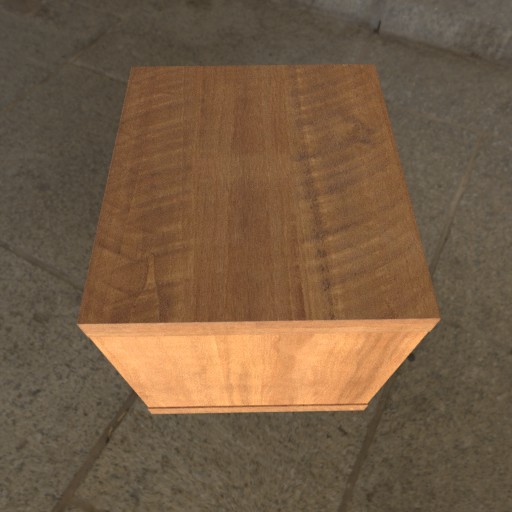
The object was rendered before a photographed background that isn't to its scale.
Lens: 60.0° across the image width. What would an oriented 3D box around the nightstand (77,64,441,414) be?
[{"bbox_3d":[0.000,0.000,0.862,0.436,0.491,0.493,-1,58,-1],"label":"nightstand"}]
